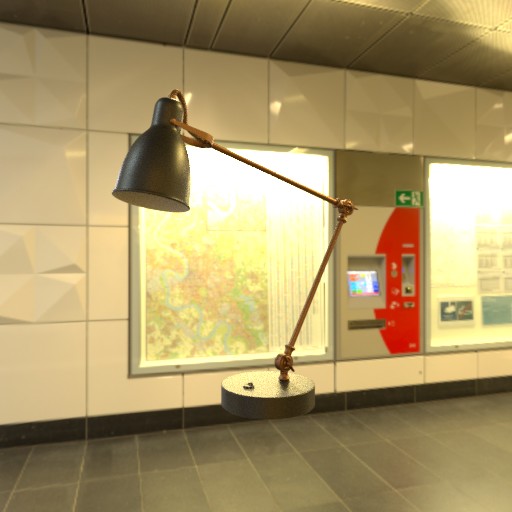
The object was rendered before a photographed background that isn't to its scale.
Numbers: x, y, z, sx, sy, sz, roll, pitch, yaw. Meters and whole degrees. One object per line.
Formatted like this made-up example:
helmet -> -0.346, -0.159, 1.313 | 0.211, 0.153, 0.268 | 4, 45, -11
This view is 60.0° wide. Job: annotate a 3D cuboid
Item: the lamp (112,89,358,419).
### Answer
lamp -> 0.000, 0.000, 0.870 | 0.561, 0.587, 0.187 | 0, 0, -36
